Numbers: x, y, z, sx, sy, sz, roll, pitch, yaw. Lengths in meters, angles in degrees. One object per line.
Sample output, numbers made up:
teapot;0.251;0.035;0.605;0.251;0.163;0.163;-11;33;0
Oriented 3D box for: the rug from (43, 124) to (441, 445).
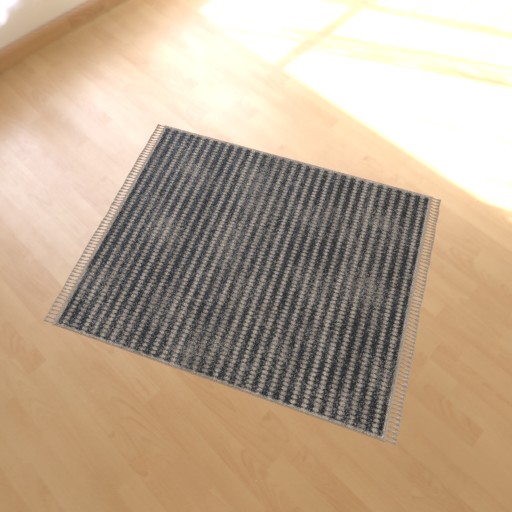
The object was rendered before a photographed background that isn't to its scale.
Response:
rug;0.000;0.000;3.886;2.910;0.013;2.256;17;64;8
